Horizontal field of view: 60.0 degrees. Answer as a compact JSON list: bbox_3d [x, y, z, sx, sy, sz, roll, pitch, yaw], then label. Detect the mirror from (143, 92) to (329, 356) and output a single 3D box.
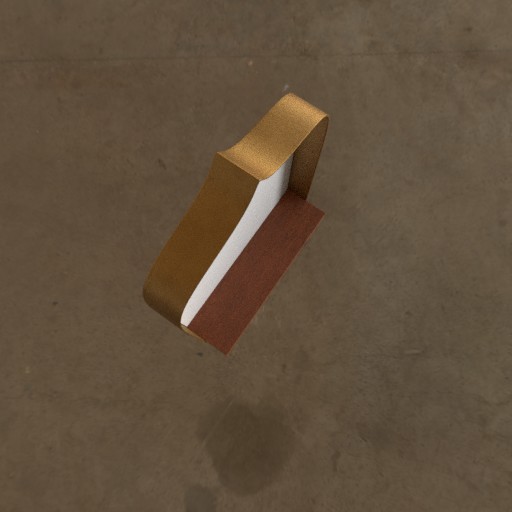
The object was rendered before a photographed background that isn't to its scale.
[{"bbox_3d":[0.000,0.000,0.720,0.096,0.613,0.323,34,78,8],"label":"mirror"}]
